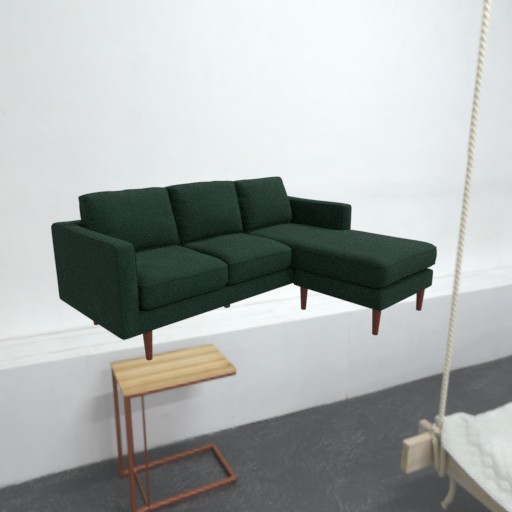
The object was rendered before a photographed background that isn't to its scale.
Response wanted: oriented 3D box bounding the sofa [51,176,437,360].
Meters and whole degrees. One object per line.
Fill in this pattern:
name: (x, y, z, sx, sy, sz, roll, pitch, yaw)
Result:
sofa: (0.000, 0.000, 2.941, 2.030, 0.899, 1.580, -14, 21, -42)
